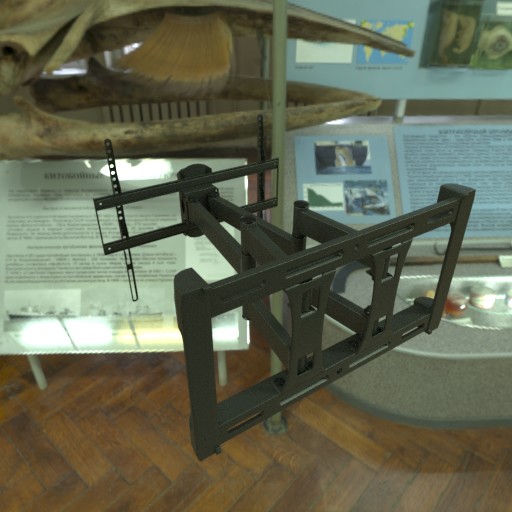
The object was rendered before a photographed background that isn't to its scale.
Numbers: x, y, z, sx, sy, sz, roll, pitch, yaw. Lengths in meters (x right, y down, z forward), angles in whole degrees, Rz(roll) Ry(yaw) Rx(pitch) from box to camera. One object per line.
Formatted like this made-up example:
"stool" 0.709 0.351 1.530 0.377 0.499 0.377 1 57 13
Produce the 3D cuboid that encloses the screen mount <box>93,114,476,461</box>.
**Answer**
"screen mount" 0.000 0.000 0.932 0.571 0.424 0.556 -19 36 -28
